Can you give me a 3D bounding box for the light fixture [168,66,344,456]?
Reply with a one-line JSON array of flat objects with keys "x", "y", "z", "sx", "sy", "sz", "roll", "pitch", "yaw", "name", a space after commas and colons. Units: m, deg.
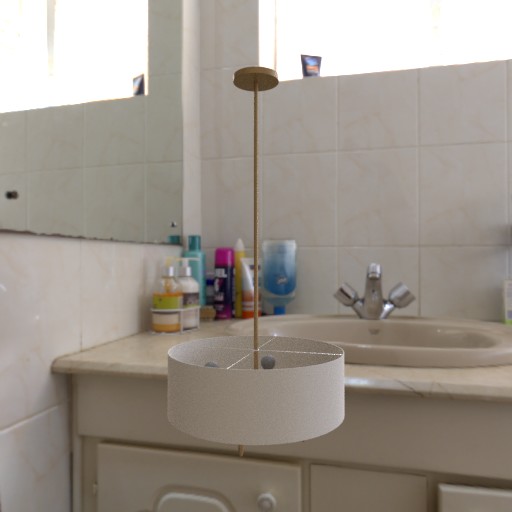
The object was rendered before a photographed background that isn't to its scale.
[{"x": 0.000, "y": 0.000, "z": 1.306, "sx": 0.508, "sy": 1.067, "sz": 0.508, "roll": 0, "pitch": -1, "yaw": 0, "name": "light fixture"}]
